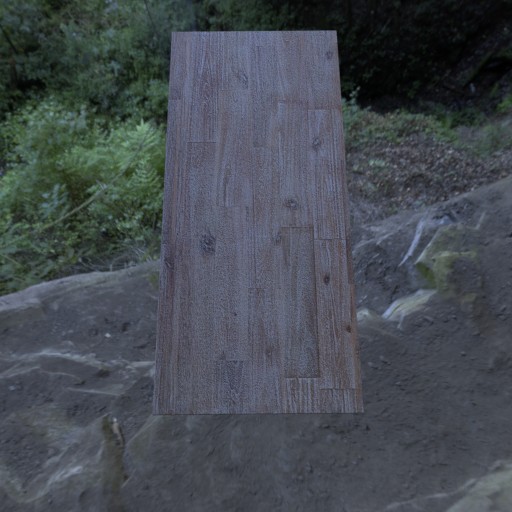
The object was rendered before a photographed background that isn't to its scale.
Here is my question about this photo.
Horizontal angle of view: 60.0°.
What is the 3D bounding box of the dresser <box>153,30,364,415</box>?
[{"bbox_3d":[0.000,0.000,1.581,0.455,1.029,0.998,-1,74,0],"label":"dresser"}]
